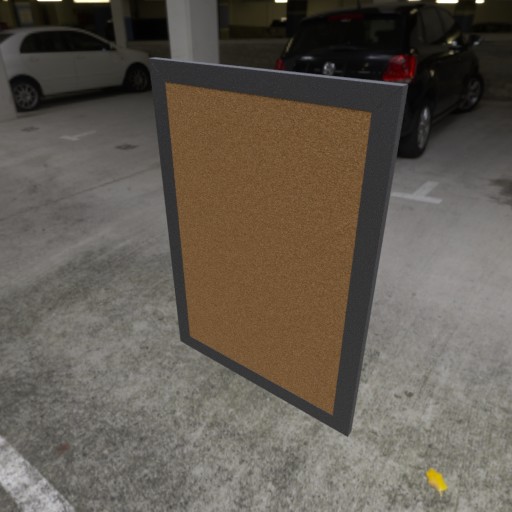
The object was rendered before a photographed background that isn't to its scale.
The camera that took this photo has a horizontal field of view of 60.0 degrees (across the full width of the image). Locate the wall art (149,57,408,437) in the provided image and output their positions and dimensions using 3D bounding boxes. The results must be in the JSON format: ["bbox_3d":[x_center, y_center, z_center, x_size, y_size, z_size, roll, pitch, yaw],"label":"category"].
[{"bbox_3d":[0.000,0.000,0.680,0.380,0.534,0.013,21,36,31],"label":"wall art"}]
